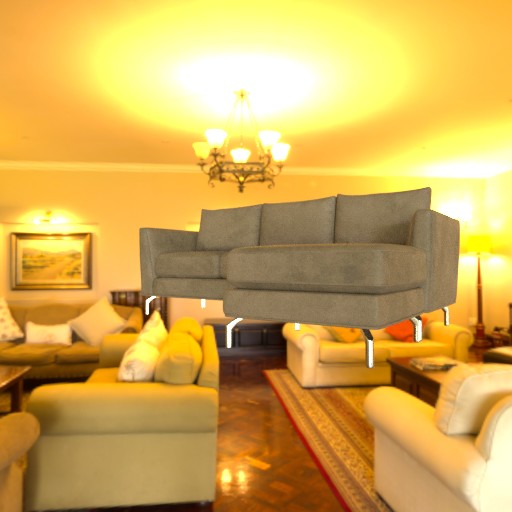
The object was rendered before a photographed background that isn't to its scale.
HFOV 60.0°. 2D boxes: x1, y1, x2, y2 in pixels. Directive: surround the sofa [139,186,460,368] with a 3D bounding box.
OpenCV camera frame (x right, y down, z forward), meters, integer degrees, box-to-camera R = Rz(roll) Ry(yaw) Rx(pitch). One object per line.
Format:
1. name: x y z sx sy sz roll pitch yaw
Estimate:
1. sofa: 0.000 0.000 3.182 2.438 0.987 1.622 -1 -1 35
